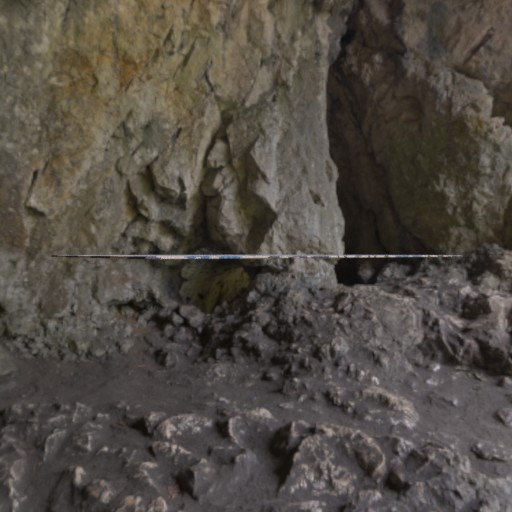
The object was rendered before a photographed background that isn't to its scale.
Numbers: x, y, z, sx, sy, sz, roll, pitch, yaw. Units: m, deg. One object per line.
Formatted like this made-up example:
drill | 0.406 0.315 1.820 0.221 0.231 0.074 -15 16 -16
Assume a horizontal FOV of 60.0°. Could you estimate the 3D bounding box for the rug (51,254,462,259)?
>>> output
rug | 0.000 0.000 3.016 2.261 0.013 1.676 0 0 -36
